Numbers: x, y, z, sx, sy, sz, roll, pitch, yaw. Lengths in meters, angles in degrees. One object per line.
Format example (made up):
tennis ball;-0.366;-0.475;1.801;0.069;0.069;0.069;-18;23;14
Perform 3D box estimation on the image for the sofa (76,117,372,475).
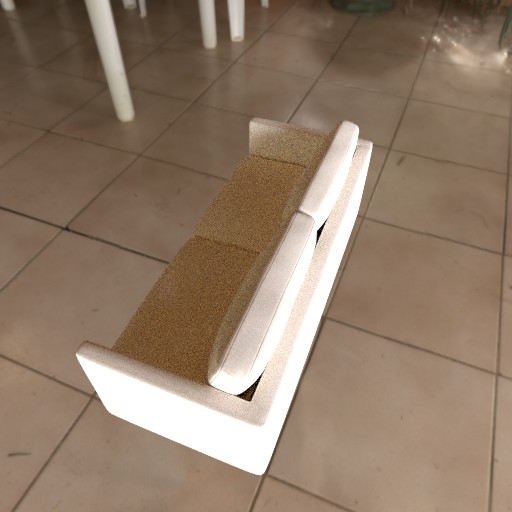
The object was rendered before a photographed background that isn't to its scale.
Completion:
sofa;0.000;0.000;2.674;0.924;0.933;2.139;16;50;14
